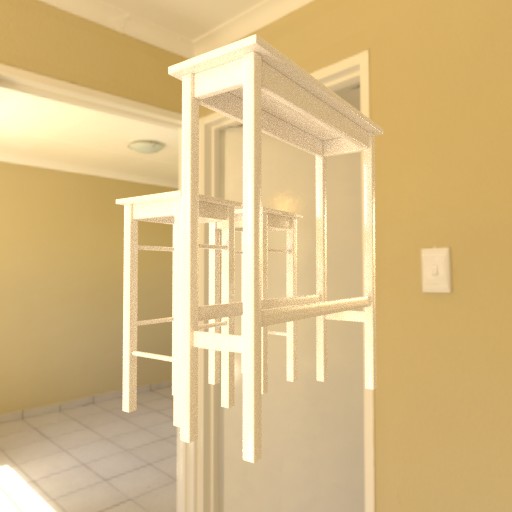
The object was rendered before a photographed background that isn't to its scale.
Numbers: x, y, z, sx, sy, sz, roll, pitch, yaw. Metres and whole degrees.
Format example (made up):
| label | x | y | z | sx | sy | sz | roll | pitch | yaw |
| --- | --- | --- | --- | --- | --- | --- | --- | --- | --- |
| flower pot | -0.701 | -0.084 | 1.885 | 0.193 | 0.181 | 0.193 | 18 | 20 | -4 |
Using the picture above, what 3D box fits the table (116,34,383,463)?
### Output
| label | x | y | z | sx | sy | sz | roll | pitch | yaw |
| --- | --- | --- | --- | --- | --- | --- | --- | --- | --- |
| table | 0.000 | 0.000 | 1.639 | 0.650 | 1.065 | 0.915 | -1 | -2 | 35 |
